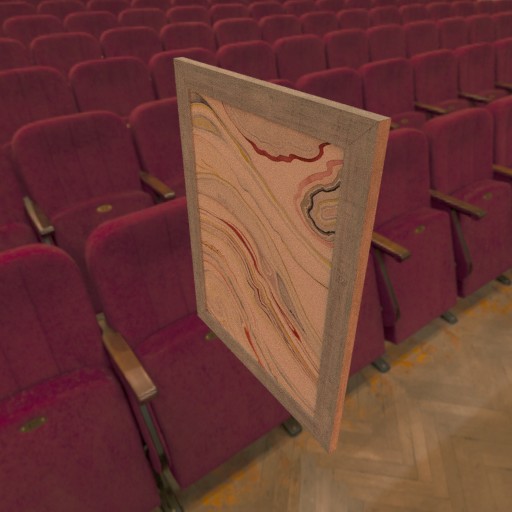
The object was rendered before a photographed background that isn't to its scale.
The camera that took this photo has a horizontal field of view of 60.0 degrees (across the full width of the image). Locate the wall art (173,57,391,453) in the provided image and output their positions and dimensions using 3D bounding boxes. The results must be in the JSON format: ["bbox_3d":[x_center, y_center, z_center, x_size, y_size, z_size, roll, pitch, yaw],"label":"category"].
[{"bbox_3d":[0.000,0.000,0.817,0.020,0.613,0.481,-22,39,-30],"label":"wall art"}]
